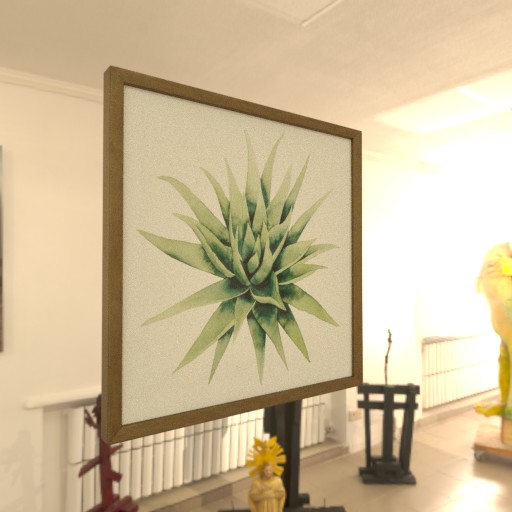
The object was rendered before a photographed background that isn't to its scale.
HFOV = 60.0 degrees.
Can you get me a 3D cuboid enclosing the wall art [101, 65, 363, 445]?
[{"bbox_3d":[0.000,0.000,0.748,0.503,0.506,0.030,1,-1,-36],"label":"wall art"}]
